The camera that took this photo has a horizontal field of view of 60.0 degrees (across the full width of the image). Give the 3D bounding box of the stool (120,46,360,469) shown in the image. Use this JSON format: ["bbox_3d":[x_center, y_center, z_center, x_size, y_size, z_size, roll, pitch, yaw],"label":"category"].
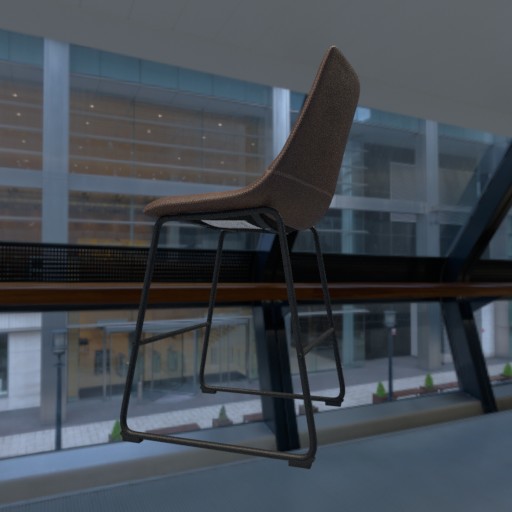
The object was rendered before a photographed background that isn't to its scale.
[{"bbox_3d":[0.000,0.000,1.190,0.550,0.890,0.460,0,-1,19],"label":"stool"}]
